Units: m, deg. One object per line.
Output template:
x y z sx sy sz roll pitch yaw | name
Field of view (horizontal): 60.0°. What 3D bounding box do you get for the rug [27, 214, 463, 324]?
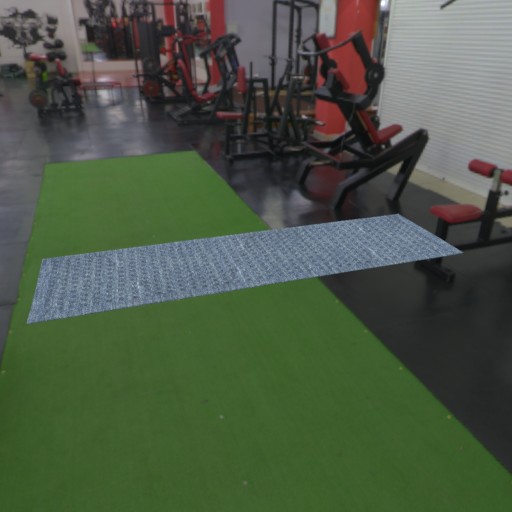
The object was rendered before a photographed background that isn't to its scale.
0.000 0.000 2.670 2.443 0.008 0.688 -8 28 -16 | rug
